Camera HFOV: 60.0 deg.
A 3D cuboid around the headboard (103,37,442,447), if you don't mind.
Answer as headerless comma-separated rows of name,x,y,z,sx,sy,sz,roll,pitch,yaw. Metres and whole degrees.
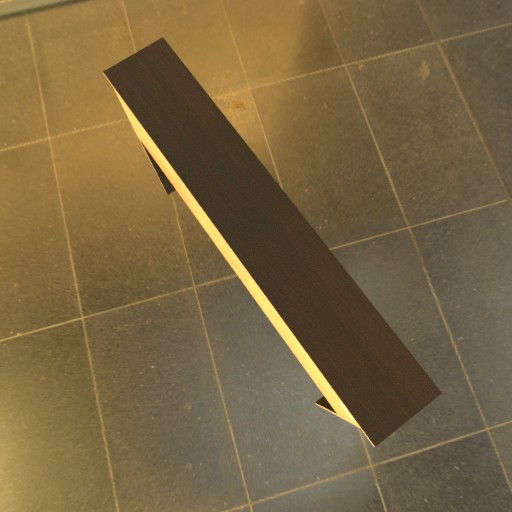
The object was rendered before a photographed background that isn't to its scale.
headboard,0.000,0.000,2.105,0.279,1.092,1.671,-35,78,-8
